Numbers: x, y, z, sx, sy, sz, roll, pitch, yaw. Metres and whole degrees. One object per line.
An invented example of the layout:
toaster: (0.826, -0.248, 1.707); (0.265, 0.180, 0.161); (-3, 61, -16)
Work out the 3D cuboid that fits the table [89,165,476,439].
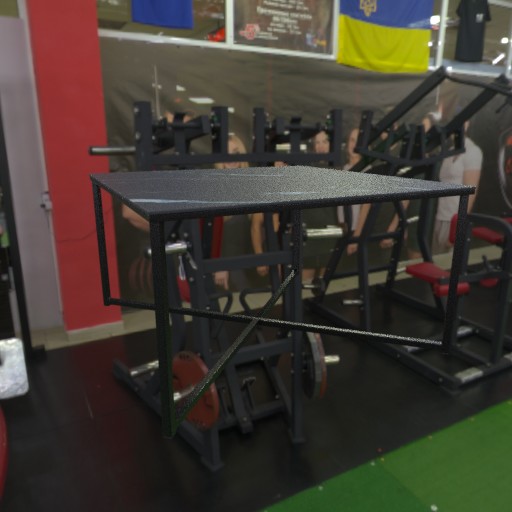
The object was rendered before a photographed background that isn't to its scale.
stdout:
table: (0.000, 0.000, 1.310); (0.800, 0.450, 0.800); (-8, 17, -26)
